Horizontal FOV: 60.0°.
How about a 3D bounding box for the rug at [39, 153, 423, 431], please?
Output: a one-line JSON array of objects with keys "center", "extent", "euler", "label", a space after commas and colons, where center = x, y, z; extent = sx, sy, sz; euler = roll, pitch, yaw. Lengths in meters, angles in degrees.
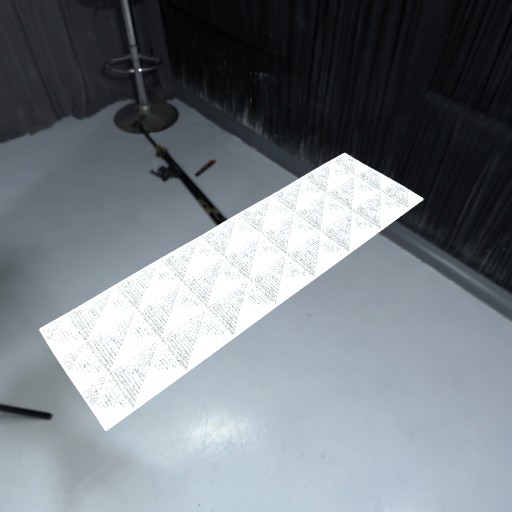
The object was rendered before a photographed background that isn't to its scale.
[{"center": [0.000, 0.000, 2.423], "extent": [2.182, 0.015, 0.645], "euler": [-33, 56, -26], "label": "rug"}]
